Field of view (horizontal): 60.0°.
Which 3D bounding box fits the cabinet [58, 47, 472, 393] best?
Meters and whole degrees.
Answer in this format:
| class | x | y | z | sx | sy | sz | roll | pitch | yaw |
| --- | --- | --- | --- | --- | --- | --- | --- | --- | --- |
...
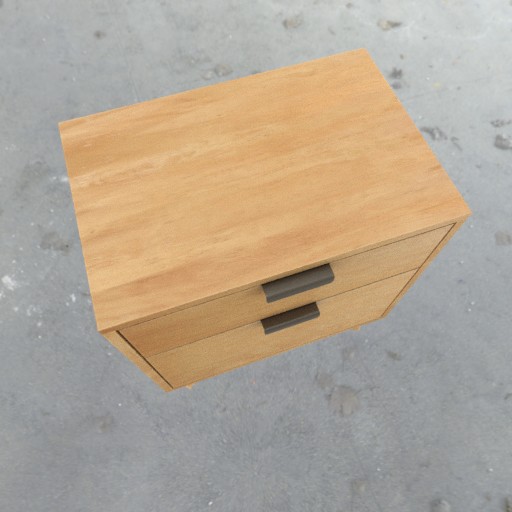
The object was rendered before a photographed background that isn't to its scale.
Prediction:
| class | x | y | z | sx | sy | sz | roll | pitch | yaw |
| --- | --- | --- | --- | --- | --- | --- | --- | --- | --- |
| cabinet | 0.000 | 0.000 | 0.953 | 0.551 | 0.599 | 0.394 | -17 | 65 | -8 |
